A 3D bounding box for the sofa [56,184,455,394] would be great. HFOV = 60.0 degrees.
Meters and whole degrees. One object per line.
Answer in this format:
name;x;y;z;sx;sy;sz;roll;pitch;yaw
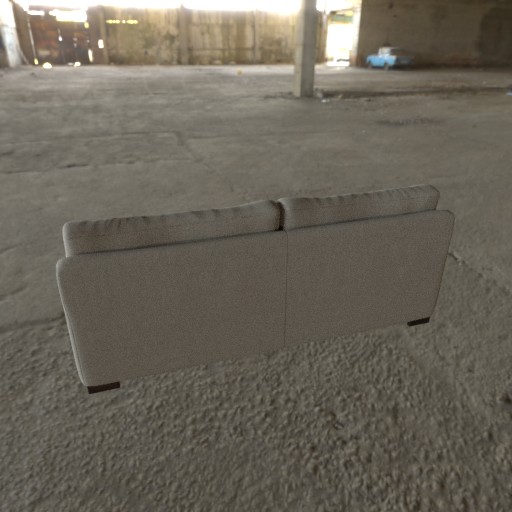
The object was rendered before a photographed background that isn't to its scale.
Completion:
sofa;0.000;0.000;2.982;2.354;0.980;0.962;-8;27;-16
